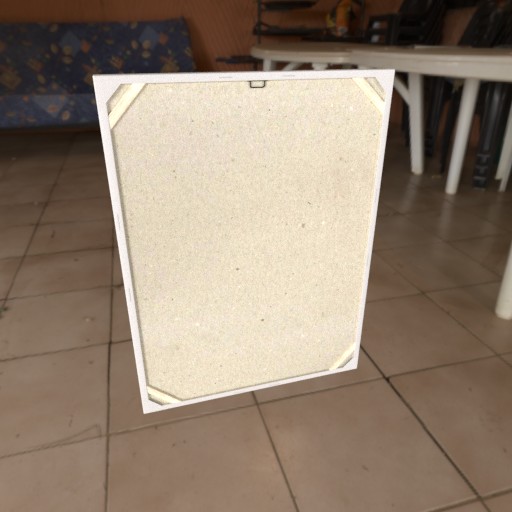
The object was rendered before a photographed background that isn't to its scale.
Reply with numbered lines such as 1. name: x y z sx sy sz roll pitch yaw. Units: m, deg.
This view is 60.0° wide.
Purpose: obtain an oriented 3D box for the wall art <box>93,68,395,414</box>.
1. wall art: 0.000 0.000 1.575 0.914 1.212 0.038 -8 27 -15
